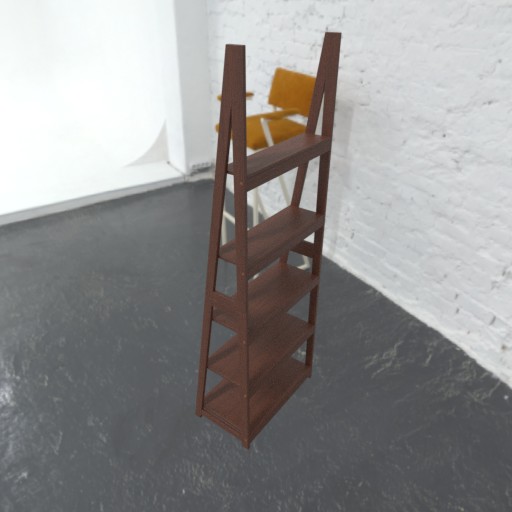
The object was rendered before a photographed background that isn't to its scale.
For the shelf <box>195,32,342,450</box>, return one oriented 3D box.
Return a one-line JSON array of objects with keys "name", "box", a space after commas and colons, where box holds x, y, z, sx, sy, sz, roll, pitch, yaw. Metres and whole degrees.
[{"name": "shelf", "box": [0.000, 0.000, 1.982, 0.350, 1.770, 0.600, 21, 36, 31]}]
